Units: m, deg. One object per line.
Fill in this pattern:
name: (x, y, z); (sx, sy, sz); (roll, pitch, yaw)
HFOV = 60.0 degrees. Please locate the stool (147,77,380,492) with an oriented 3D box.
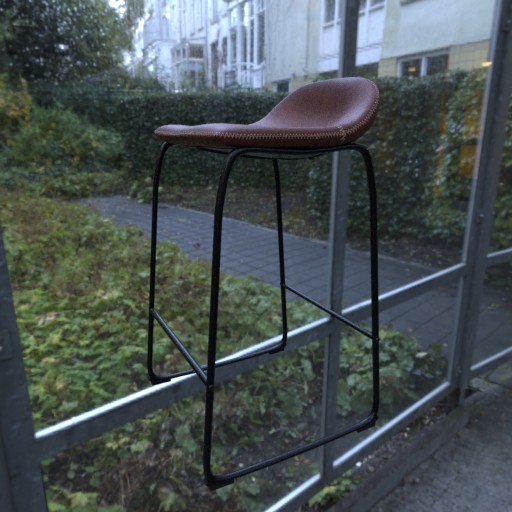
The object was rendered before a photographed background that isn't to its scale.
stool: (0.000, 0.000, 1.085); (0.473, 0.830, 0.454); (-9, 19, -27)
